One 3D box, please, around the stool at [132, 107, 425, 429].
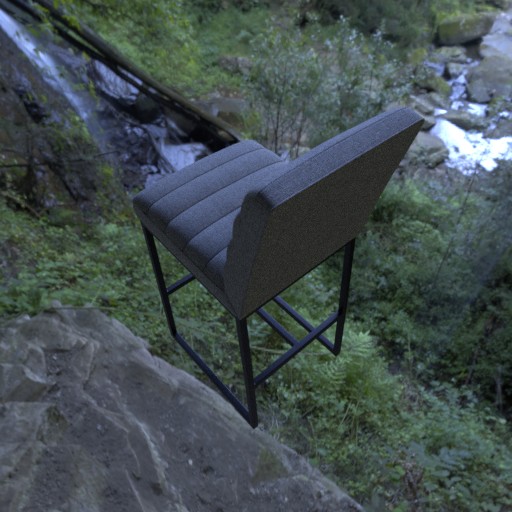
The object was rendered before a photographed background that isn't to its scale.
[{"bbox_3d":[0.000,0.000,1.331,0.459,1.034,0.571,-33,56,-27],"label":"stool"}]
